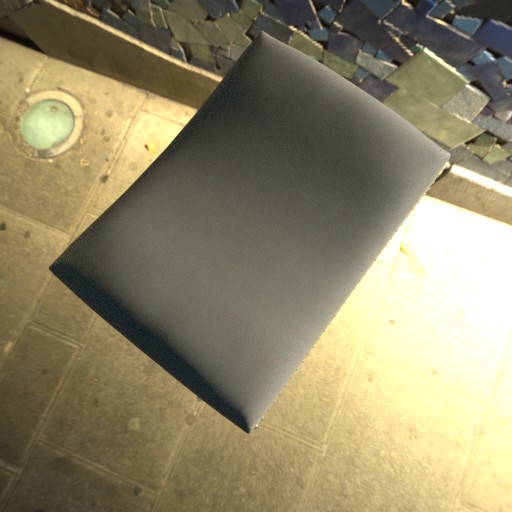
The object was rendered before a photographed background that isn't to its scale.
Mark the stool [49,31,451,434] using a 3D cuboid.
[{"bbox_3d":[0.000,0.000,0.919,0.375,0.632,0.509,37,79,8],"label":"stool"}]
